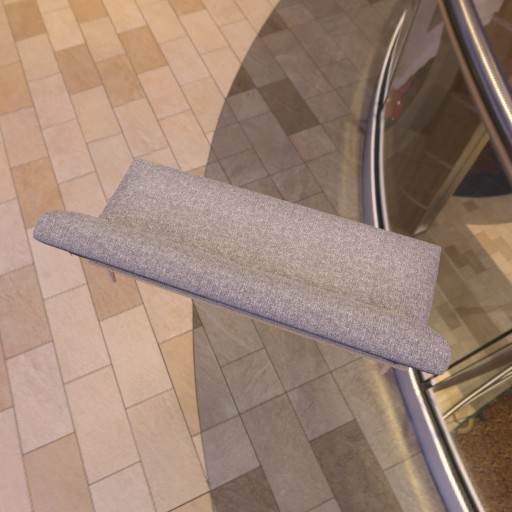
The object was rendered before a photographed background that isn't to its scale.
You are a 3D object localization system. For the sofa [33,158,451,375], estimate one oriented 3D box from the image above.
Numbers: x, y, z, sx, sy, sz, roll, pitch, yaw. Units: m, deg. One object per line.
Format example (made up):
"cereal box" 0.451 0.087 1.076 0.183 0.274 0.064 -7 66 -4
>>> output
"sofa" 0.000 0.000 2.260 1.820 0.770 0.820 18 64 9
